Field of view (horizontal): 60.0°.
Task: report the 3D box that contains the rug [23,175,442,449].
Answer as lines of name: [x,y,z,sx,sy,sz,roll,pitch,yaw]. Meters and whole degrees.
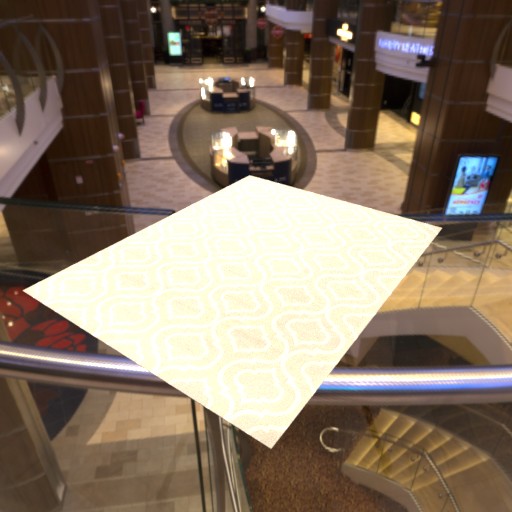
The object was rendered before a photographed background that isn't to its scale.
rug: [0.000,0.000,3.796,2.283,0.006,2.892,21,38,30]
